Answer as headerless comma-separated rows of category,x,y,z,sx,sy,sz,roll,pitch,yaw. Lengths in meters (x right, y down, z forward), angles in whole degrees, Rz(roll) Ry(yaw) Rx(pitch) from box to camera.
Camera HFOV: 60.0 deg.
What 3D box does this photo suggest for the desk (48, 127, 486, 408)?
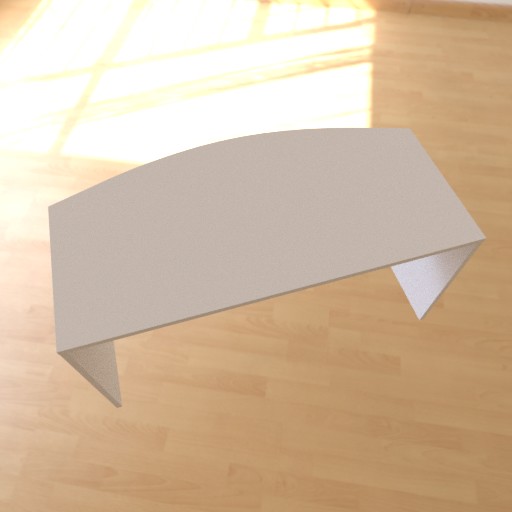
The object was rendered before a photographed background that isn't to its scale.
desk,0.000,0.000,2.094,1.600,0.750,0.802,-14,59,-9
